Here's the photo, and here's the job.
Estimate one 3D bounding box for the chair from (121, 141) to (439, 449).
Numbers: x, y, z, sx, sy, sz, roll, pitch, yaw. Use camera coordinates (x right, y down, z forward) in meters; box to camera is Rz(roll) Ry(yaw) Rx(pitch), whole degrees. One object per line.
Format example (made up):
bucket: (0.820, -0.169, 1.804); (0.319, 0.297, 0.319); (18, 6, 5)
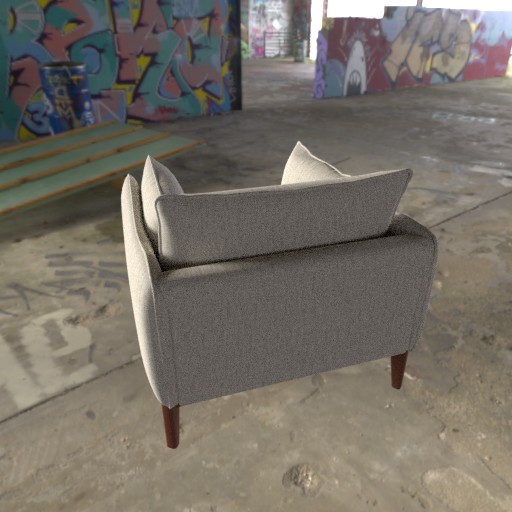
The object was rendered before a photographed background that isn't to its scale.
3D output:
chair: (0.000, 0.000, 1.777); (0.994, 0.855, 0.991); (-9, 29, -16)
